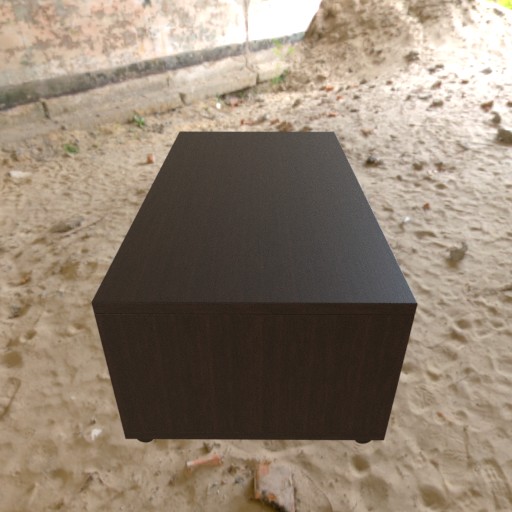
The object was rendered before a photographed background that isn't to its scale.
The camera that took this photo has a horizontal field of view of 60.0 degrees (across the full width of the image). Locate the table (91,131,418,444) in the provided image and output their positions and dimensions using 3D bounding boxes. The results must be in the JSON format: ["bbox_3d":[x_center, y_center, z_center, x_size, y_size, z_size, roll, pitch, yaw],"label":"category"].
[{"bbox_3d":[0.000,0.000,1.366,0.590,0.460,1.050,0,32,0],"label":"table"}]
